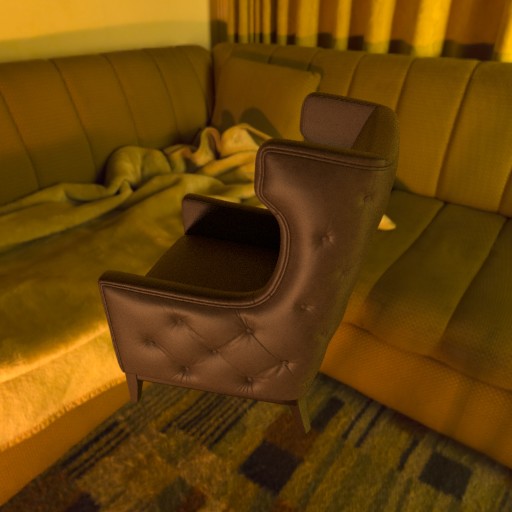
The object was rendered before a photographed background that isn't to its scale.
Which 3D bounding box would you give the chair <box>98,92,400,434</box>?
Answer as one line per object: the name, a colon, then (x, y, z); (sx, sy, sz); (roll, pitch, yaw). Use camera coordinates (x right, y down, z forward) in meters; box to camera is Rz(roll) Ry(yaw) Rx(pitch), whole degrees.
chair: (0.000, 0.000, 1.669); (0.899, 1.079, 0.769); (8, 32, 14)
